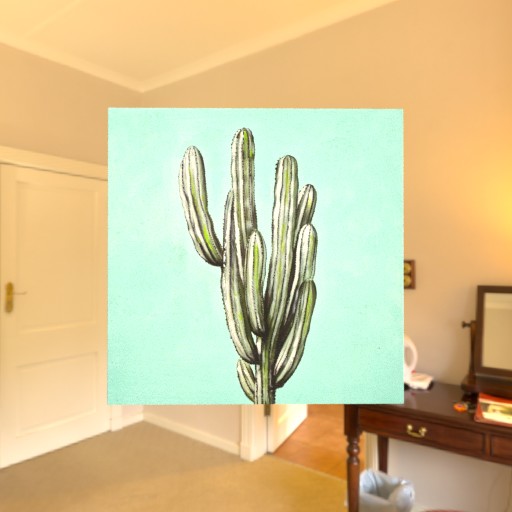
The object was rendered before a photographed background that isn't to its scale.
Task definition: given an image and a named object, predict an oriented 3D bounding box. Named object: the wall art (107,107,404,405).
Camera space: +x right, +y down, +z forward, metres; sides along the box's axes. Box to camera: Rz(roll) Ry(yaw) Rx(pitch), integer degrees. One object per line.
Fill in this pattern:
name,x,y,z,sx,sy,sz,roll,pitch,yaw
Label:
wall art,0.000,0.000,0.920,0.603,0.603,0.036,0,0,-1
